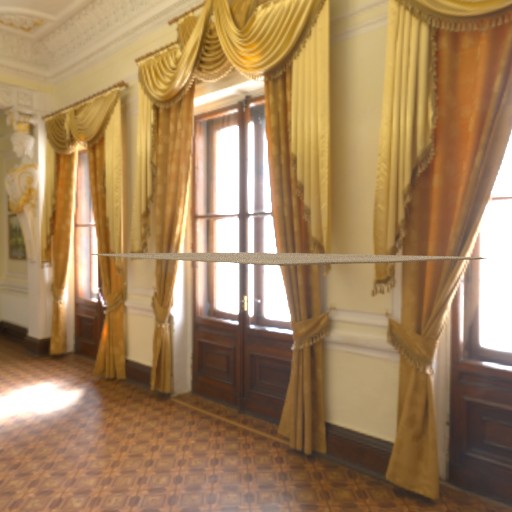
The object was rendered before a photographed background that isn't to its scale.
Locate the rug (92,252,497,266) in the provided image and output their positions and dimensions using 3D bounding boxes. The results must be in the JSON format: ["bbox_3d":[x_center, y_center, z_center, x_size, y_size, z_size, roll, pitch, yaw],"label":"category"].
[{"bbox_3d":[0.000,0.000,2.998,1.527,0.016,2.442,-1,2,-35],"label":"rug"}]
